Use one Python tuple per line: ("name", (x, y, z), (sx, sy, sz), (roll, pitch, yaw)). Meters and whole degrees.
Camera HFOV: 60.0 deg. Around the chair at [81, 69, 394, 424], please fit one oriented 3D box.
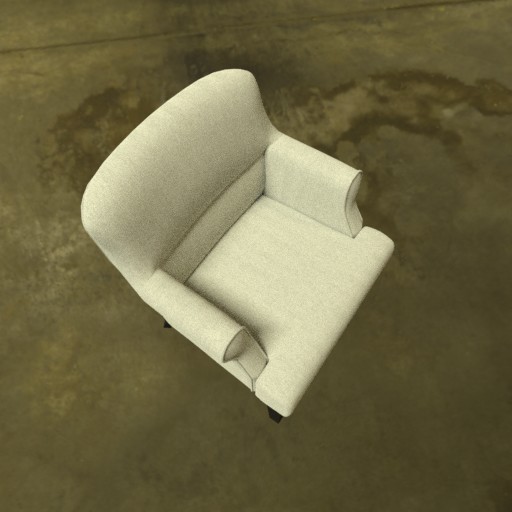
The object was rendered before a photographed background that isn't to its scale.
("chair", (0.000, 0.000, 1.516), (0.750, 0.875, 0.781), (31, 65, 17))
